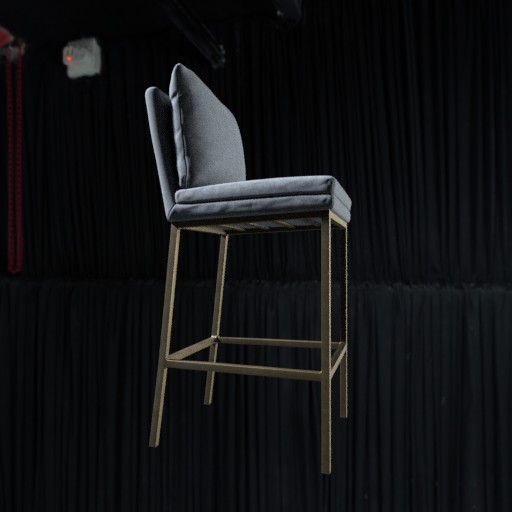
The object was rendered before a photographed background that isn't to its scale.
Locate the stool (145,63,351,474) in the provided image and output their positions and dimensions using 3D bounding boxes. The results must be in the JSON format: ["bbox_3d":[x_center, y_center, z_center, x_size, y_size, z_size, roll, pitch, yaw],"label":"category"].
[{"bbox_3d":[0.000,0.000,1.437,0.569,1.130,0.463,0,0,17],"label":"stool"}]
